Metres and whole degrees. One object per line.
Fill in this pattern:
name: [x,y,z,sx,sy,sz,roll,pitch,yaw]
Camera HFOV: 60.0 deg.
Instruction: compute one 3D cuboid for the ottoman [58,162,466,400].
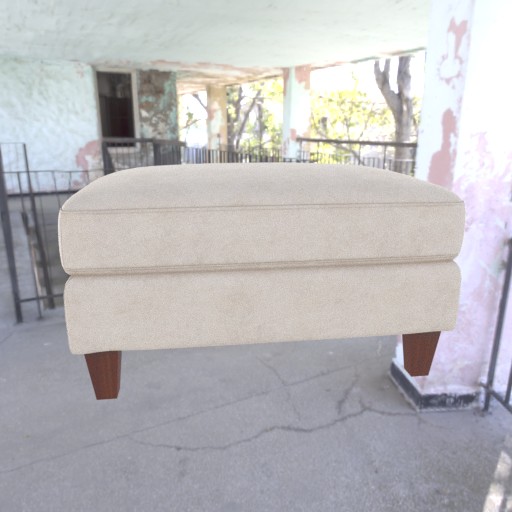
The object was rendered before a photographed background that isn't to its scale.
ottoman: [0.000,0.000,1.193,0.864,0.483,0.584,-2,16,-7]
